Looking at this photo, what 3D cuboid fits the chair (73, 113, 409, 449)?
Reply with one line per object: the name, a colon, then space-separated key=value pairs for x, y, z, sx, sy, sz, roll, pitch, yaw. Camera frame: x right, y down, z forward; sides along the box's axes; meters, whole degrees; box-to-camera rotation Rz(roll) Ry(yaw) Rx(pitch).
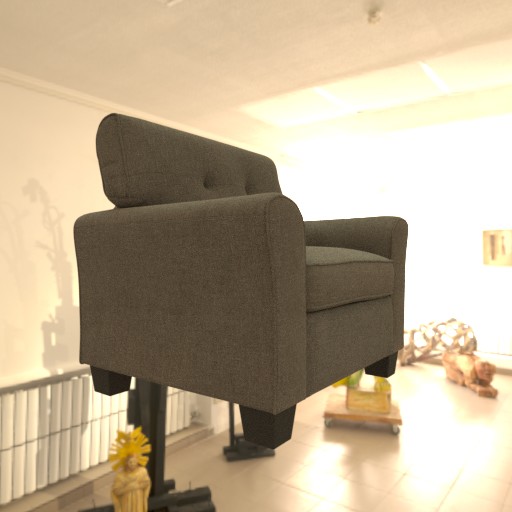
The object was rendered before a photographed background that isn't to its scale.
chair: x=0.000 y=0.000 z=1.556 sx=0.816 sy=0.890 sz=0.941 roll=0 pitch=1 yaw=37
